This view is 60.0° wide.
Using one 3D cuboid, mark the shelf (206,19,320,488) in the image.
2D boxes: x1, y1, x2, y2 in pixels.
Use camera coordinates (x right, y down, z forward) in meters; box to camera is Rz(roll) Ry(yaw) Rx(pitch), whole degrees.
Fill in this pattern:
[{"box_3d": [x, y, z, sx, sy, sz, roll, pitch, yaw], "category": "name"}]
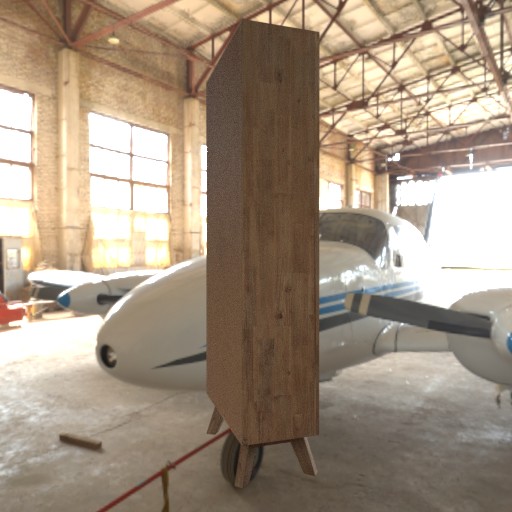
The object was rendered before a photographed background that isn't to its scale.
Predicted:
[{"box_3d": [0.000, 0.000, 1.525, 0.267, 1.342, 0.491, 0, 0, -18], "category": "shelf"}]
